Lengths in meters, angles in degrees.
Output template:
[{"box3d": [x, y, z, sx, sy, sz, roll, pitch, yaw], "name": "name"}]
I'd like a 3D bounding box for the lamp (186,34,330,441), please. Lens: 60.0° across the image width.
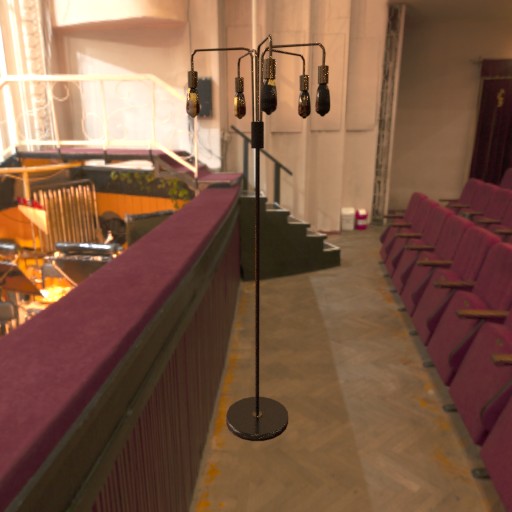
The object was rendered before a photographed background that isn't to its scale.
[{"box3d": [0.000, 0.000, 1.984, 0.599, 1.721, 0.572, 2, 16, 8], "name": "lamp"}]
